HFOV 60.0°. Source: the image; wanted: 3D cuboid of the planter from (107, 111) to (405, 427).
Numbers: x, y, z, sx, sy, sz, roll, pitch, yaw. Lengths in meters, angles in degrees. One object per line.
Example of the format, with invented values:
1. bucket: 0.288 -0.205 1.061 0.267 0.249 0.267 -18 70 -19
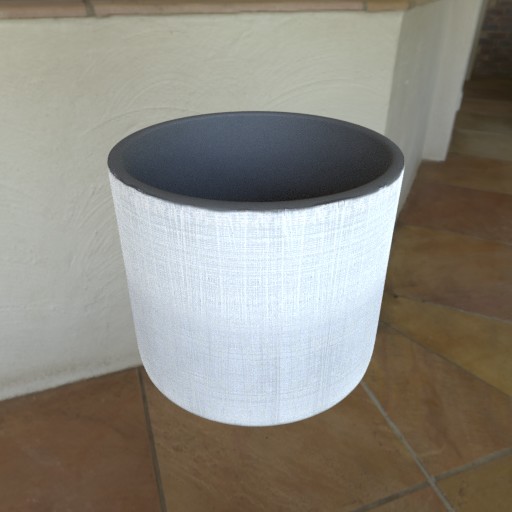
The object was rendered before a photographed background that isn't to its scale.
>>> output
1. planter: 0.000 0.000 0.394 0.226 0.201 0.226 0 32 0
